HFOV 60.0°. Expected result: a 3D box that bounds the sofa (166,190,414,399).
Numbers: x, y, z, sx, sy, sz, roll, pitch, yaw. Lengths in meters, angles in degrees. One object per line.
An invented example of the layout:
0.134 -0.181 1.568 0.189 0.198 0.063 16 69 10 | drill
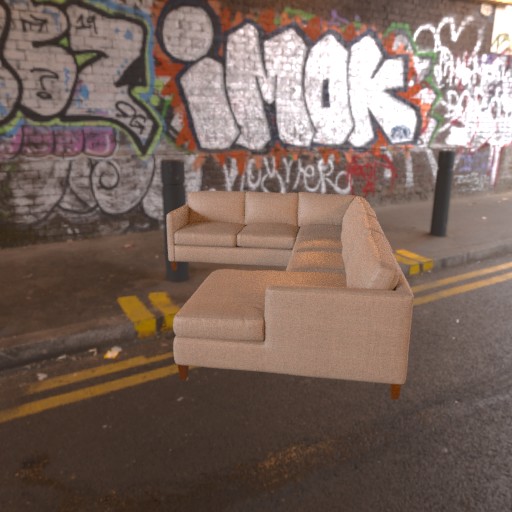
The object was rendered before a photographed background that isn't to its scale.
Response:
0.000 0.000 4.609 2.594 0.961 3.460 3 16 9 | sofa
